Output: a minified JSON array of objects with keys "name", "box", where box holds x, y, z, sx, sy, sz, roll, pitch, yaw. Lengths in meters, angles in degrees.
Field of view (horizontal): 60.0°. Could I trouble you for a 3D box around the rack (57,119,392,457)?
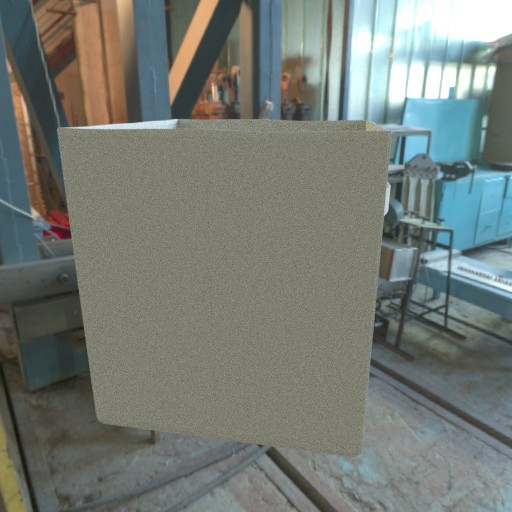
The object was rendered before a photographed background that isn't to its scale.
[{"name":"rack","box":[0.000,0.000,0.487,0.270,0.280,0.270,3,19,10]}]
